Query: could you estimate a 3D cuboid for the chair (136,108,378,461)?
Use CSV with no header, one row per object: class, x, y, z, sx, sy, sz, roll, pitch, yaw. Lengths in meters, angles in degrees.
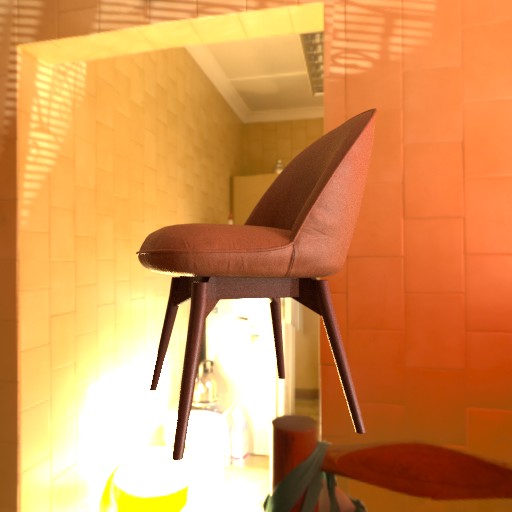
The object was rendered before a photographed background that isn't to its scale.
chair,0.000,0.000,1.225,0.631,0.831,0.521,0,0,-19
